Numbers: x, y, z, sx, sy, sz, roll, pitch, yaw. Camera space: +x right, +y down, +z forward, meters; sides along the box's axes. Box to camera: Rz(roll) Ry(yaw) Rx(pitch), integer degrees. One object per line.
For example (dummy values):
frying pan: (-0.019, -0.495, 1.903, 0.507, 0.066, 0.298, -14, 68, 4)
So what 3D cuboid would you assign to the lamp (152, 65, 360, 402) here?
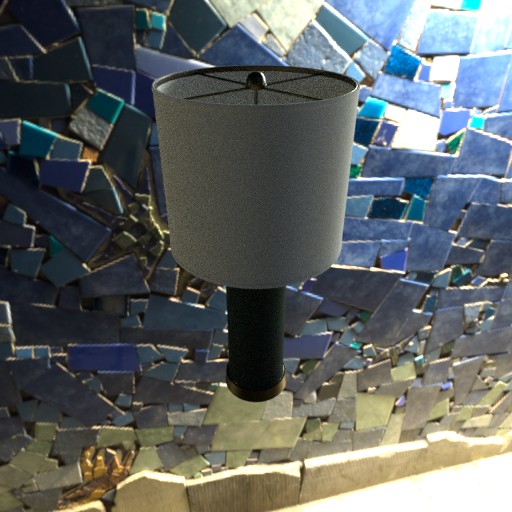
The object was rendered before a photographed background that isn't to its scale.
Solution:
lamp: (0.000, 0.000, 0.809, 0.301, 0.630, 0.301, 1, 32, 2)
